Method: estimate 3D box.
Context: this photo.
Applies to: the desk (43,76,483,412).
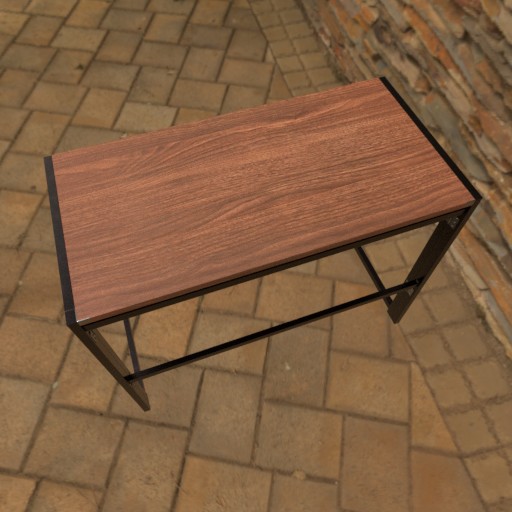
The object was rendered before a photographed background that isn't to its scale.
[{"bbox_3d":[0.000,0.000,1.455,1.016,0.762,0.508,-17,59,-10],"label":"desk"}]
